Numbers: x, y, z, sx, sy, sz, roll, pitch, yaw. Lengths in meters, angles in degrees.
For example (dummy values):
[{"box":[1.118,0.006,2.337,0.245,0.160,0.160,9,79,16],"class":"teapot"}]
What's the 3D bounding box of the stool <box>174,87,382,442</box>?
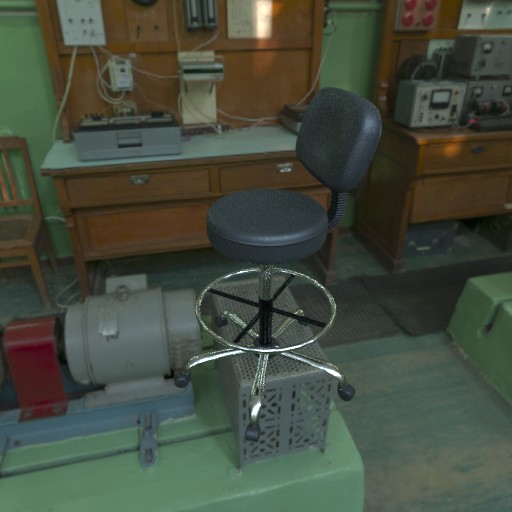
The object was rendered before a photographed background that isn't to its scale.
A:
[{"box":[0.000,0.000,1.544,0.658,1.069,0.694,-8,31,-13],"class":"stool"}]
